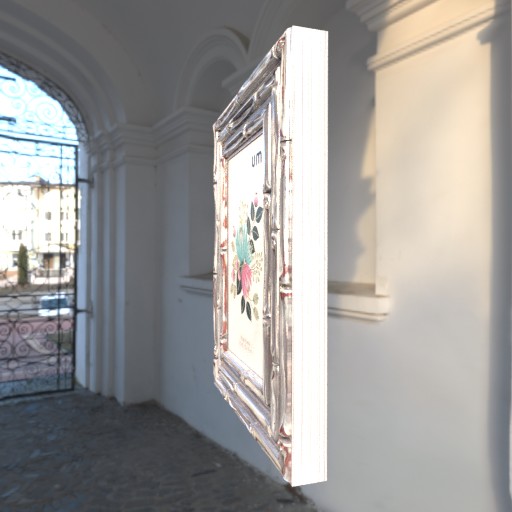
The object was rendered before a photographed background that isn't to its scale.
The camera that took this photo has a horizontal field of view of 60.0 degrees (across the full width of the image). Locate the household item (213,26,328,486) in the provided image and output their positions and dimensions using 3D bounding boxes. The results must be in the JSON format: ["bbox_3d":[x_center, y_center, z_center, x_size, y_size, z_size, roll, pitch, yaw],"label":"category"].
[{"bbox_3d":[0.000,0.000,0.288,0.025,0.216,0.165,0,1,-17],"label":"household item"}]
